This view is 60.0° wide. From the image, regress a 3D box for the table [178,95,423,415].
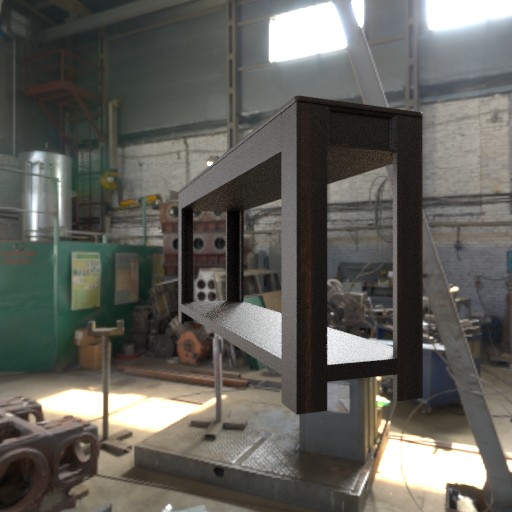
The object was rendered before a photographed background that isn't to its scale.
[{"bbox_3d":[0.000,0.000,1.885,0.384,0.762,1.631,0,0,-20],"label":"table"}]
